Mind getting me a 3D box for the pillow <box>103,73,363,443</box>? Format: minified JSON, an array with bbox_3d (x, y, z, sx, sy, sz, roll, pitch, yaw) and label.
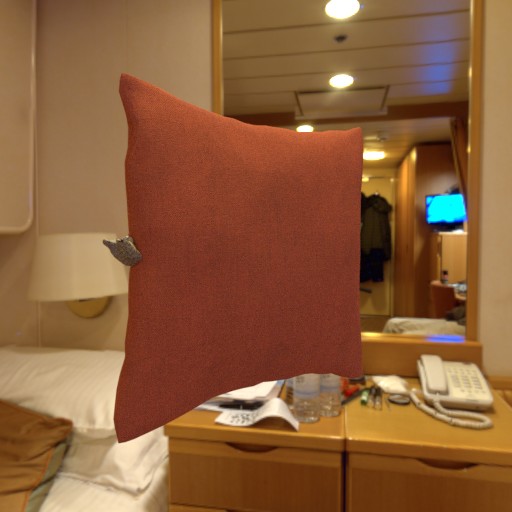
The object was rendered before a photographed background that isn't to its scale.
[{"bbox_3d":[0.000,0.000,0.725,0.490,0.482,0.165,-2,3,-36],"label":"pillow"}]
